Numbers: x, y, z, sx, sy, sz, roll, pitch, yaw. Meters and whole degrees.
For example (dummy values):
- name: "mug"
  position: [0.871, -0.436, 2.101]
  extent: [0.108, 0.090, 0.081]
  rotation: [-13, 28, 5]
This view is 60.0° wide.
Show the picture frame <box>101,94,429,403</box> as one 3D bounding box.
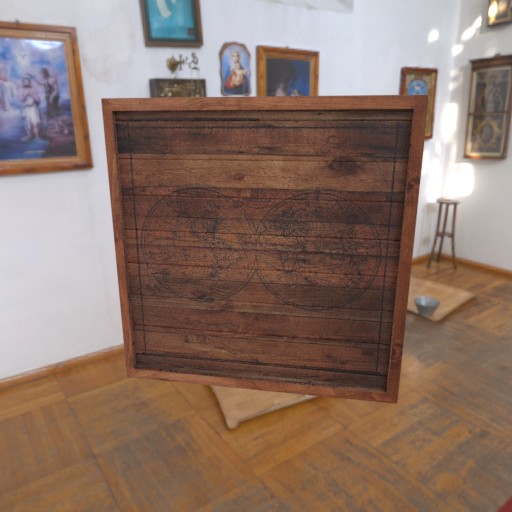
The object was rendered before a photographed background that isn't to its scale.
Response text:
- name: "picture frame"
  position: [0.000, 0.000, 1.207]
  extent: [0.810, 0.817, 0.029]
  rotation: [3, 17, 9]
